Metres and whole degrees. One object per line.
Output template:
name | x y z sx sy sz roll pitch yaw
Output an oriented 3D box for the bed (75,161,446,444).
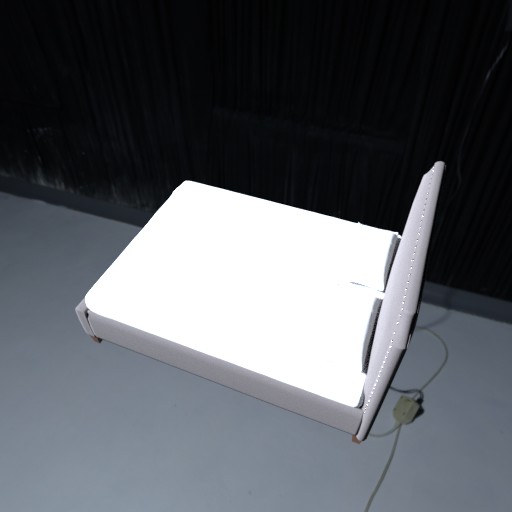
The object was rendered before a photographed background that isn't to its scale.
bed | 0.000 0.000 3.478 2.372 1.443 1.713 16 48 15
